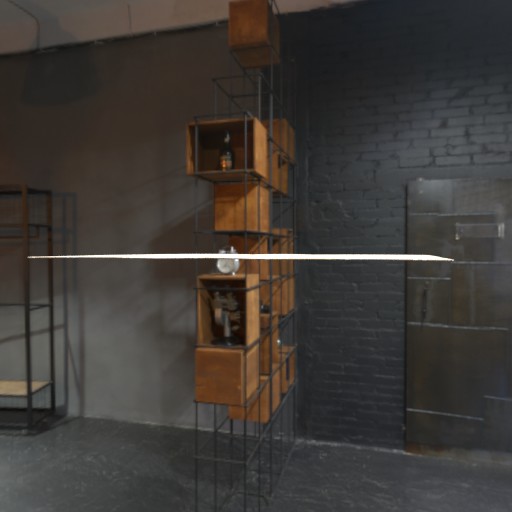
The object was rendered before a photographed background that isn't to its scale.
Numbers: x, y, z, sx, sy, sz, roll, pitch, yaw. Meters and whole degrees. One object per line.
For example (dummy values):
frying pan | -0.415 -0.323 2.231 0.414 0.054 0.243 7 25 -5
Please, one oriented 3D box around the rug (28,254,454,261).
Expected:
rug | 0.000 0.000 2.800 2.135 0.013 1.524 0 1 17
